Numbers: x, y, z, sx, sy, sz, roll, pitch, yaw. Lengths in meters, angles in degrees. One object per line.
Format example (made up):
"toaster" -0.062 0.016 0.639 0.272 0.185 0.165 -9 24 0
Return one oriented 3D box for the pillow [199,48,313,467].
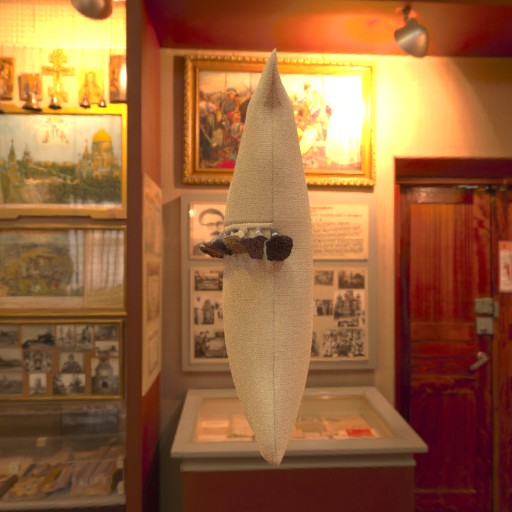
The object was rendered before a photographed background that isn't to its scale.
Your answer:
"pillow" 0.000 0.000 0.735 0.165 0.481 0.489 0 -1 -1
